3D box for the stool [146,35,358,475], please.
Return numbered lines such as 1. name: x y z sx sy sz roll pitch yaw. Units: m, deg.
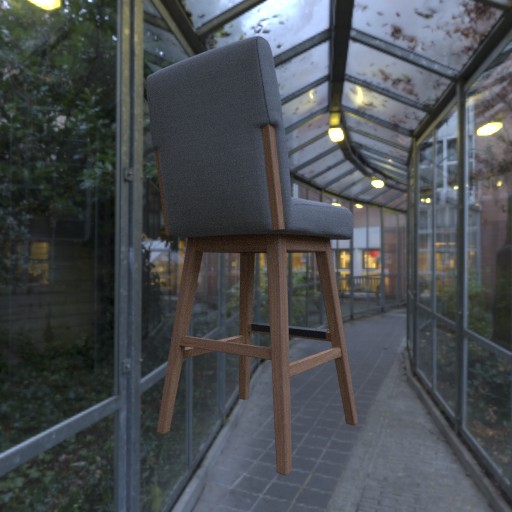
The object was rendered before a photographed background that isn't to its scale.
1. stool: 0.000 0.000 1.422 0.483 1.112 0.570 0 -1 36
